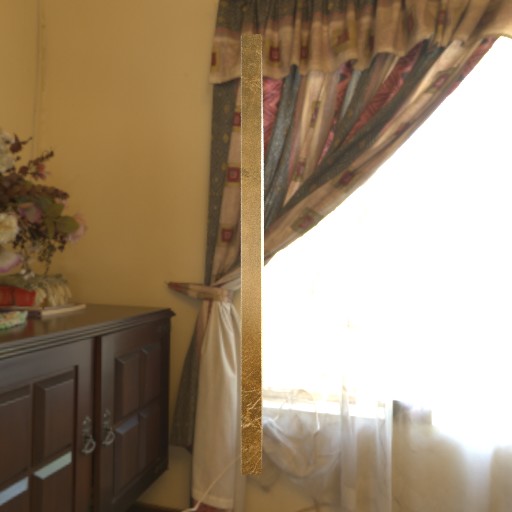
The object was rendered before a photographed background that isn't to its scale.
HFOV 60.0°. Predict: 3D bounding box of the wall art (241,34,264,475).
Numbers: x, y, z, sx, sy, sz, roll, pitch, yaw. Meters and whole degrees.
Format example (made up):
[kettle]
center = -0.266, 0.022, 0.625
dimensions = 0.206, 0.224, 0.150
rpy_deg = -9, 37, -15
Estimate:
[wall art]
center = 0.000, 0.000, 1.645
dimensions = 0.051, 1.091, 1.092
rpy_deg = 0, -1, 1
